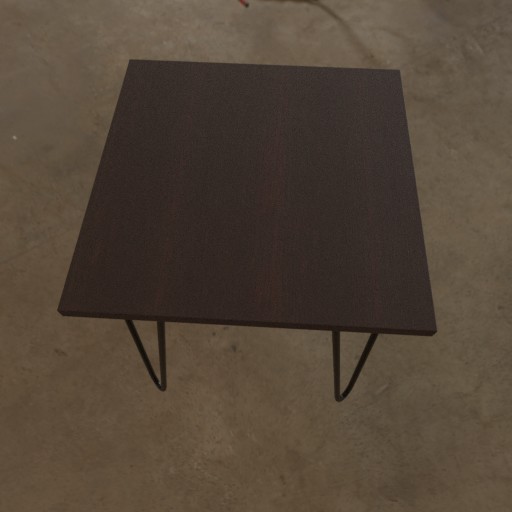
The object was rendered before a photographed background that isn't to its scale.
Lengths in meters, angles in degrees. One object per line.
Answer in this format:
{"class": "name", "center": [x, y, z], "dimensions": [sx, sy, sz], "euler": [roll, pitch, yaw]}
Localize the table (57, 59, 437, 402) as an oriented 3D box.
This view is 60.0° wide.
{"class": "table", "center": [0.000, 0.000, 0.938], "dimensions": [0.495, 0.559, 0.495], "euler": [3, 62, 2]}
